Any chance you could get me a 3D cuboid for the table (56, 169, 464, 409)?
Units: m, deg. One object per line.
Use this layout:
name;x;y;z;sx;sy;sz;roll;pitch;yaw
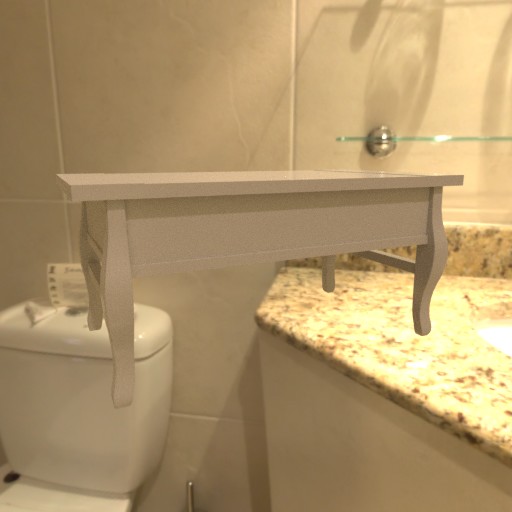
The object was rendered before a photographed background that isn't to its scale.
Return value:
table;0.000;0.000;1.368;1.062;0.495;0.600;-6;14;-25
